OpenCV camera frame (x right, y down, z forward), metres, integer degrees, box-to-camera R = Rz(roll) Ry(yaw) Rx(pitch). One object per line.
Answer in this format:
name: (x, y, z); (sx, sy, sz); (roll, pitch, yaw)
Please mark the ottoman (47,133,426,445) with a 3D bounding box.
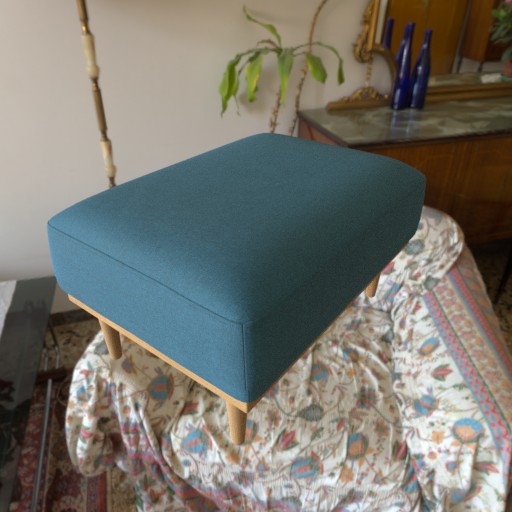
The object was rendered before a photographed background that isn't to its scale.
ottoman: (0.000, 0.000, 1.075); (0.549, 0.428, 0.749); (22, 38, 31)
